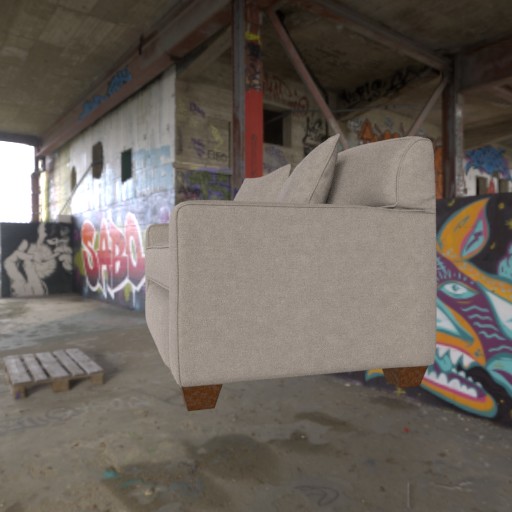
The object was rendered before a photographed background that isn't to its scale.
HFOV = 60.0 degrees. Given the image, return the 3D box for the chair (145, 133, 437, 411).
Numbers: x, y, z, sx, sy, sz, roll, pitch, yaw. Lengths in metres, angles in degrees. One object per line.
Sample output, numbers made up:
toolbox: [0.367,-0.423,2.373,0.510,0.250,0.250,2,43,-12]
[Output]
chair: [0.000,0.000,2.113,0.992,0.953,1.395,0,1,-18]
